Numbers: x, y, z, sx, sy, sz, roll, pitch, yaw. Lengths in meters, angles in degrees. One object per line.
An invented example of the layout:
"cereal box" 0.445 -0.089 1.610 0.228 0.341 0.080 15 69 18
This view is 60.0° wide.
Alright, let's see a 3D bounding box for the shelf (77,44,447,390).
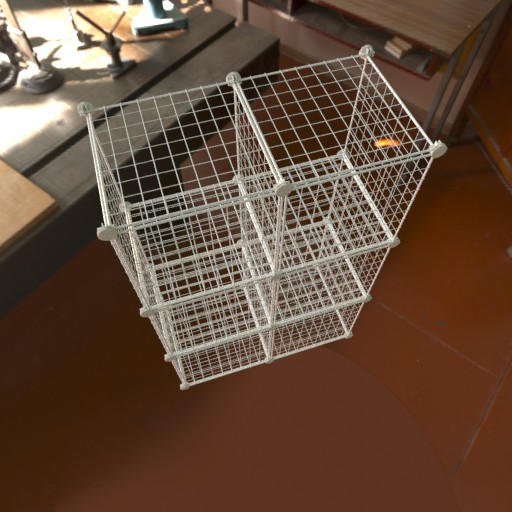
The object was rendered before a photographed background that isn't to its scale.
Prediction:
"shelf" 0.000 0.000 1.385 0.711 1.067 0.356 -15 60 -9
